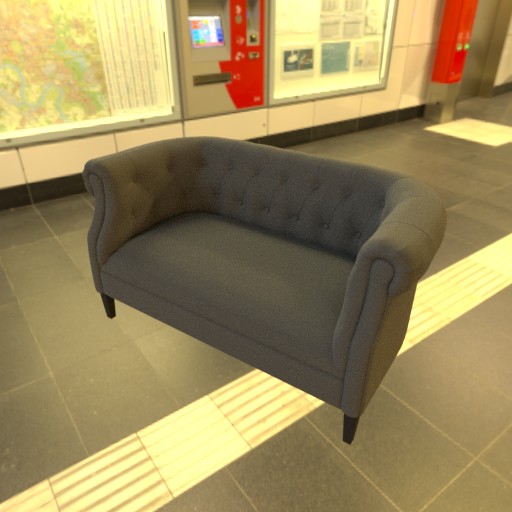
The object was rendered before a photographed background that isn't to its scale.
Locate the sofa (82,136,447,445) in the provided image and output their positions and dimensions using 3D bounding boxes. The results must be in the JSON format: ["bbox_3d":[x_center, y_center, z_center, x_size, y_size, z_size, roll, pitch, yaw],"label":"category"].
[{"bbox_3d":[0.000,0.000,2.059,1.558,0.827,0.835,19,35,29],"label":"sofa"}]
